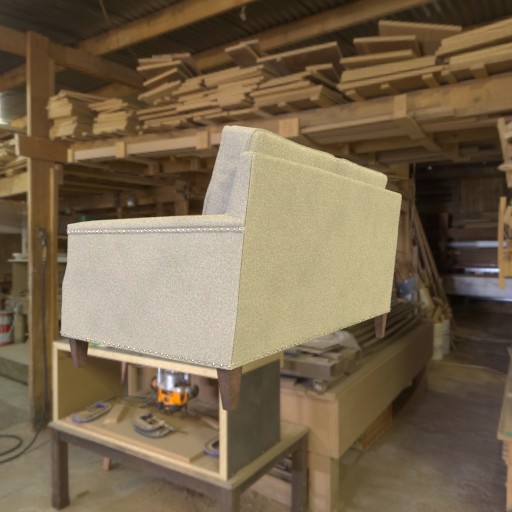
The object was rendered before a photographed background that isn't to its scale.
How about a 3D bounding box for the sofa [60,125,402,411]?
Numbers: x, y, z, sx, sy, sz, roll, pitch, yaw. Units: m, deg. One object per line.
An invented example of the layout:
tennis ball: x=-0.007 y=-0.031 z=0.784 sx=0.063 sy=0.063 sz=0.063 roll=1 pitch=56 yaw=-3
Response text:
sofa: x=0.000 y=0.000 z=2.329 sx=1.084 sy=1.003 sz=1.597 roll=1 pitch=2 yaw=36
